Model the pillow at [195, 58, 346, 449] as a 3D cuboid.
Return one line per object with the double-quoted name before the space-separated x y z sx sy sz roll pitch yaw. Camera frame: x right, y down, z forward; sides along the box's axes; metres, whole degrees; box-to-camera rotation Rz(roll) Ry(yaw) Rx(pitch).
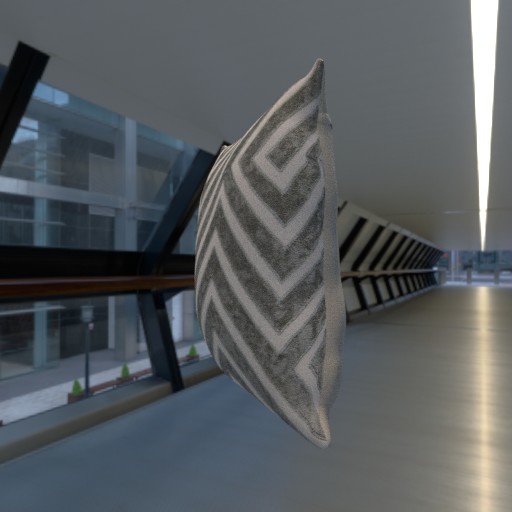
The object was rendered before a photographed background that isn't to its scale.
"pillow" 0.000 0.000 0.685 0.182 0.441 0.440 0 -1 -19
